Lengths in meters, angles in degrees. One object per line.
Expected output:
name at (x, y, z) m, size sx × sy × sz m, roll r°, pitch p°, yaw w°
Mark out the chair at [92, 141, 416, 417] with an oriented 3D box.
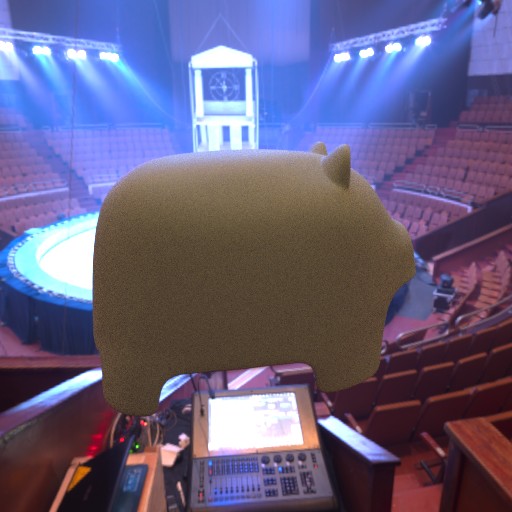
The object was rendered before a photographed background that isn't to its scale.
chair at (0.000, 0.000, 0.858) m, size 0.619 × 0.423 × 0.364 m, roll -3°, pitch 17°, yaw -10°
